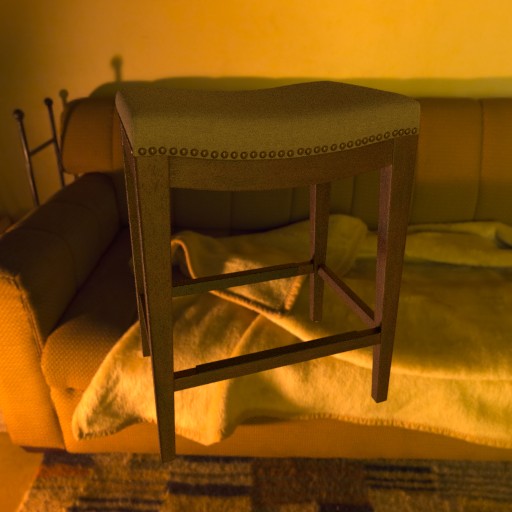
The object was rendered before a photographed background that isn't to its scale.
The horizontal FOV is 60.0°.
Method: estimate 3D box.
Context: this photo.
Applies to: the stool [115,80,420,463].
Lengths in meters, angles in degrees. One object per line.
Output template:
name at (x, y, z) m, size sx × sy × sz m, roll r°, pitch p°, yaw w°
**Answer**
stool at (0.000, 0.000, 0.936) m, size 0.508 × 0.660 × 0.356 m, roll -9°, pitch 28°, yaw -17°
